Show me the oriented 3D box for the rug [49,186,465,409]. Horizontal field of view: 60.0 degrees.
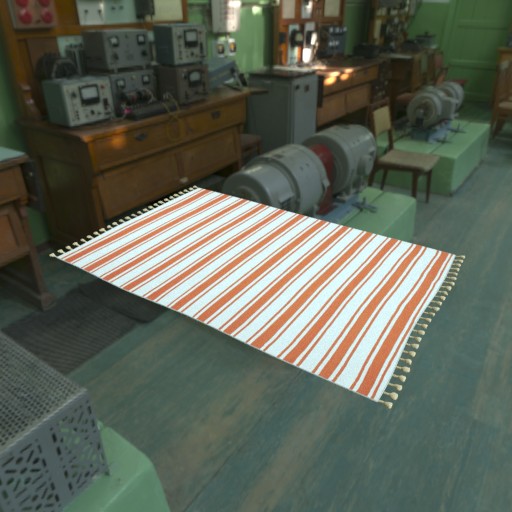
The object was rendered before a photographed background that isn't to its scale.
[{"bbox_3d":[0.000,0.000,3.043,2.433,0.022,1.556,18,35,28],"label":"rug"}]
